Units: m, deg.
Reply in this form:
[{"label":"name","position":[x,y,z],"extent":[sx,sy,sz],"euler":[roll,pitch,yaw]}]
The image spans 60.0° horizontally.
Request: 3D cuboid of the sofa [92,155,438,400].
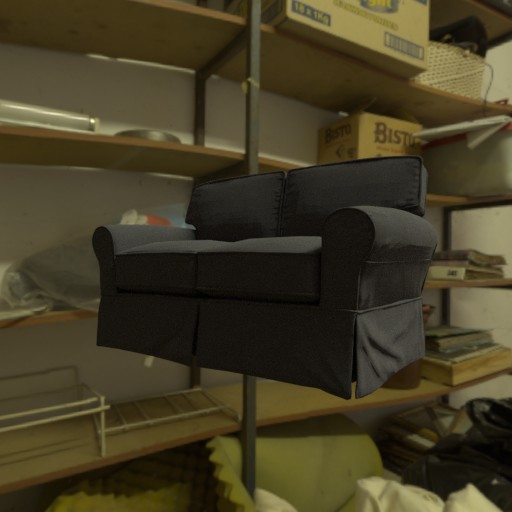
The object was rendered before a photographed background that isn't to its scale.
[{"label":"sofa","position":[0.000,0.000,2.472],"extent":[1.801,1.059,0.997],"euler":[0,0,37]}]
